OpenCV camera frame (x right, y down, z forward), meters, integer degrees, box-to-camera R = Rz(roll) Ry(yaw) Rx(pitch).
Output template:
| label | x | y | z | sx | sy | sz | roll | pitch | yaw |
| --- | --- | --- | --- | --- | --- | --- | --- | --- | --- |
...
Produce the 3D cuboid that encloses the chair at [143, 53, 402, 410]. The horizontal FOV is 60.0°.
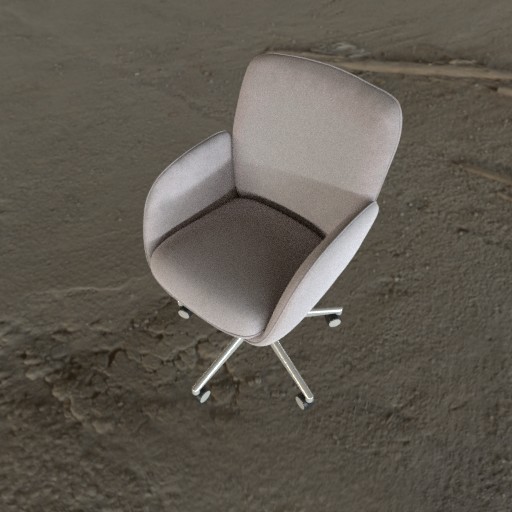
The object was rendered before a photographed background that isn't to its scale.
| label | x | y | z | sx | sy | sz | roll | pitch | yaw |
| --- | --- | --- | --- | --- | --- | --- | --- | --- | --- |
| chair | 0.000 | 0.000 | 1.357 | 0.648 | 0.959 | 0.654 | 32 | 55 | 26 |
